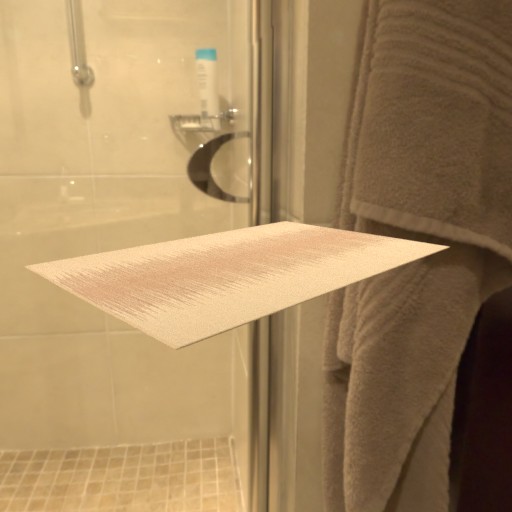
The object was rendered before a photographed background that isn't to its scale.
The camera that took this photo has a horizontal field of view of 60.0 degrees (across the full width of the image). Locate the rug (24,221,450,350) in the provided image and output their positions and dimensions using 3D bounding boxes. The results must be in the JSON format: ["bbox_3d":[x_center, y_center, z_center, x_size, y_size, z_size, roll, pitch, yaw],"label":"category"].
[{"bbox_3d":[0.000,0.000,2.283,1.850,0.006,1.234,-13,19,-43],"label":"rug"}]
